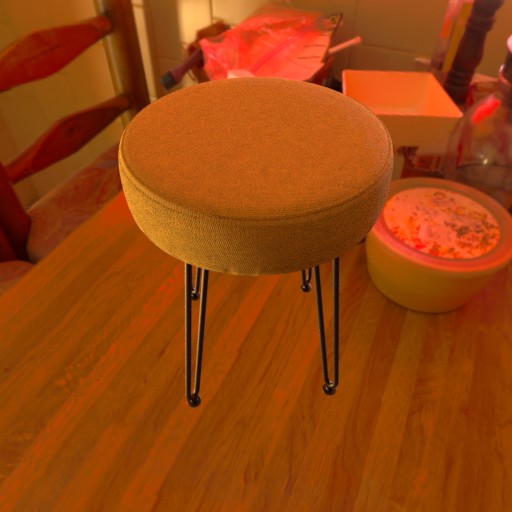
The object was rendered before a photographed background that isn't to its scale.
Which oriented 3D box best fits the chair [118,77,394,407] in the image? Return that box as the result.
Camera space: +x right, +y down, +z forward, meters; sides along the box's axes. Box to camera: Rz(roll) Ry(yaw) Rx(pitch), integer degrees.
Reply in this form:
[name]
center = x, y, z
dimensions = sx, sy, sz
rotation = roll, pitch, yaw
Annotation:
[chair]
center = 0.000, 0.000, 0.705
dimensions = 0.345, 0.455, 0.345
rotation = -4, 45, -4
